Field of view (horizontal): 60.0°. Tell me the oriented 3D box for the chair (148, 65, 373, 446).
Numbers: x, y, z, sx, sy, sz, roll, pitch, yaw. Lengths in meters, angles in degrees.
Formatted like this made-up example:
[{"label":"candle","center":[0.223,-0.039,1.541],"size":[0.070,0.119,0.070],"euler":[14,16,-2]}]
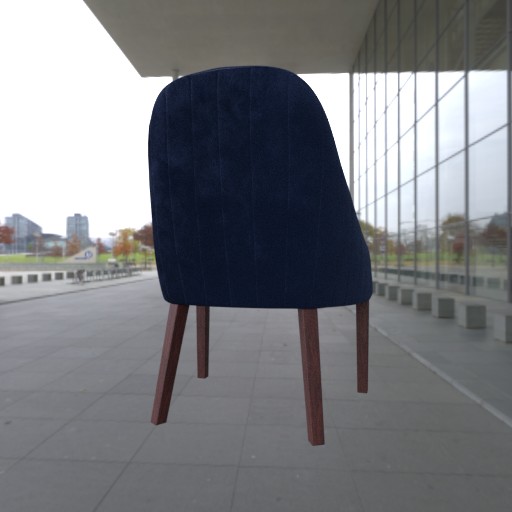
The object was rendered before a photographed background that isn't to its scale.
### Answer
[{"label":"chair","center":[0.000,0.000,1.300],"size":[0.643,0.889,0.575],"euler":[0,0,18]}]
